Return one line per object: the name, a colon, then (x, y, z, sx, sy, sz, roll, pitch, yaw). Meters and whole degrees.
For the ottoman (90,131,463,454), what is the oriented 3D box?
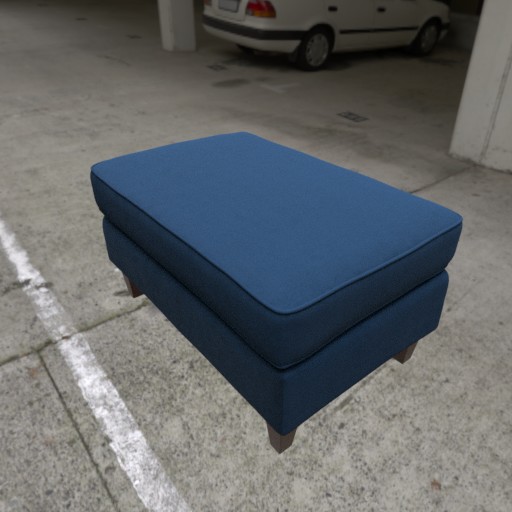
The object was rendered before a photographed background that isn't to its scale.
ottoman: (0.000, 0.000, 1.239, 0.583, 0.484, 0.862, -23, 39, -32)
